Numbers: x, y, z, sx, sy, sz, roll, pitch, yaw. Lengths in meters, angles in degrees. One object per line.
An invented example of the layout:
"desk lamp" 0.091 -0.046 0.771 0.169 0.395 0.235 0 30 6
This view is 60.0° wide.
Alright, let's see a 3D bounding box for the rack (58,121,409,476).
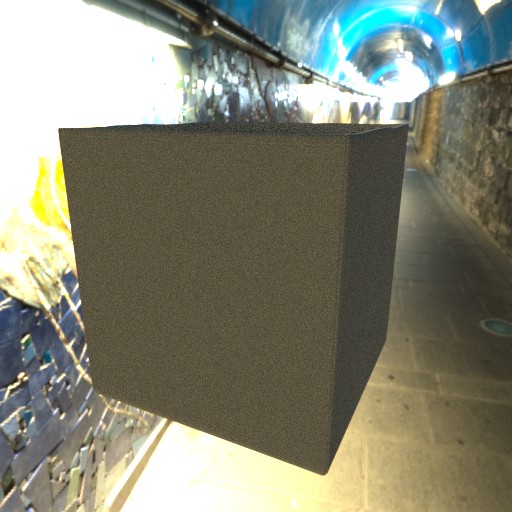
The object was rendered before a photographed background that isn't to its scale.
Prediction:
"rack" 0.000 0.000 0.494 0.270 0.280 0.270 9 20 25
